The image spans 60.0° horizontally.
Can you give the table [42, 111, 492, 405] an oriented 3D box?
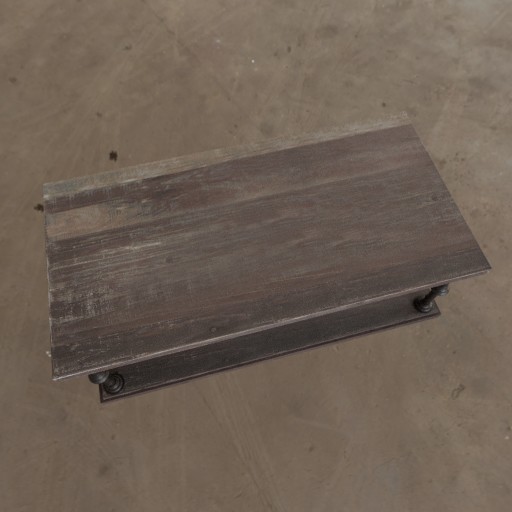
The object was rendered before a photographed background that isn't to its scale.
[{"bbox_3d":[0.000,0.000,1.344,1.088,0.373,0.554,-13,64,-7],"label":"table"}]
